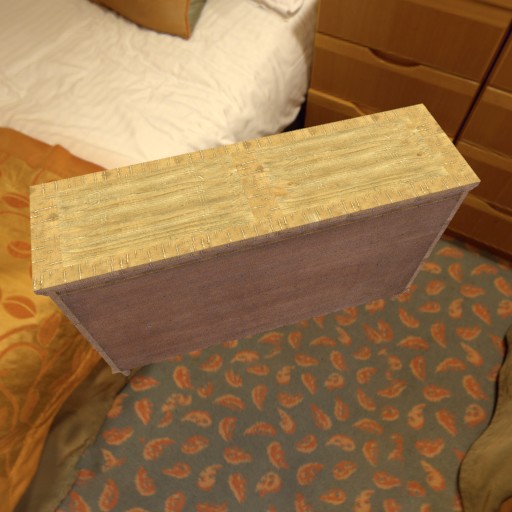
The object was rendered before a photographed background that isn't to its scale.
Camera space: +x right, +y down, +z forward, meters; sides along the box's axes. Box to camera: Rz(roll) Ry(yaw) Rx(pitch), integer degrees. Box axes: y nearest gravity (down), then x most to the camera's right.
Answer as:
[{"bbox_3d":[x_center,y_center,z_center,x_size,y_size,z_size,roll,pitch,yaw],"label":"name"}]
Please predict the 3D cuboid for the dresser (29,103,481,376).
[{"bbox_3d":[0.000,0.000,2.087,1.626,1.016,0.457,-14,59,-9],"label":"dresser"}]
